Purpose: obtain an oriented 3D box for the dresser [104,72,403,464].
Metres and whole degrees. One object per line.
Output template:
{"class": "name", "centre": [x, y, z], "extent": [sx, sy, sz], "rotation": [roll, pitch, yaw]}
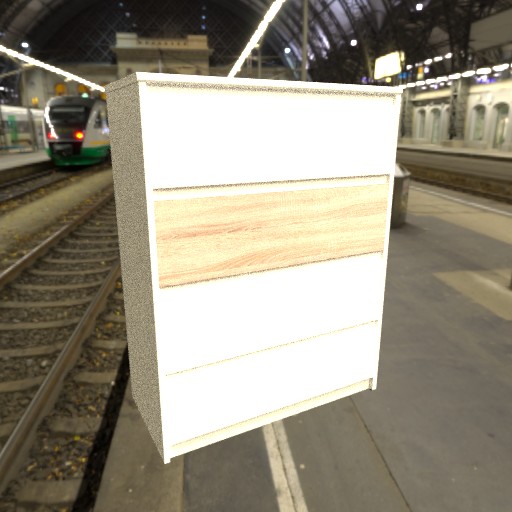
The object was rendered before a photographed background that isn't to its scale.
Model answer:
{"class": "dresser", "centre": [0.000, 0.000, 1.454], "extent": [0.800, 1.040, 0.380], "rotation": [-9, 18, -27]}
